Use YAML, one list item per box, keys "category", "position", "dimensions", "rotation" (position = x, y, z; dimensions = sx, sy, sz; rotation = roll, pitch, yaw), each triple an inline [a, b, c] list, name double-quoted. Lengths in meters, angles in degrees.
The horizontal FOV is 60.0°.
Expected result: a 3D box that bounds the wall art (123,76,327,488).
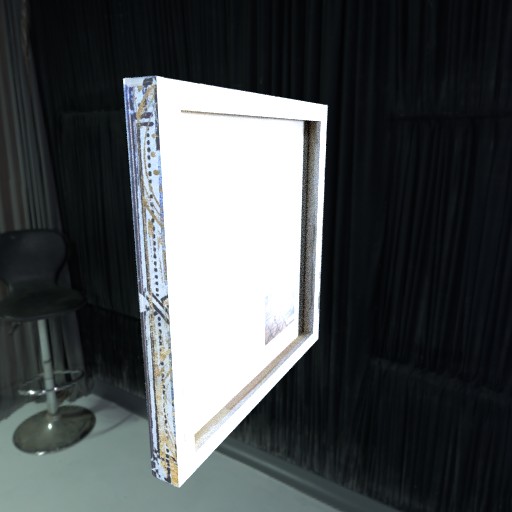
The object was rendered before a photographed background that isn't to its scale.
- category: "wall art"
  position: [0.000, 0.000, 0.601]
  dimensions: [0.038, 0.410, 0.411]
  rotation: [8, 17, 28]
